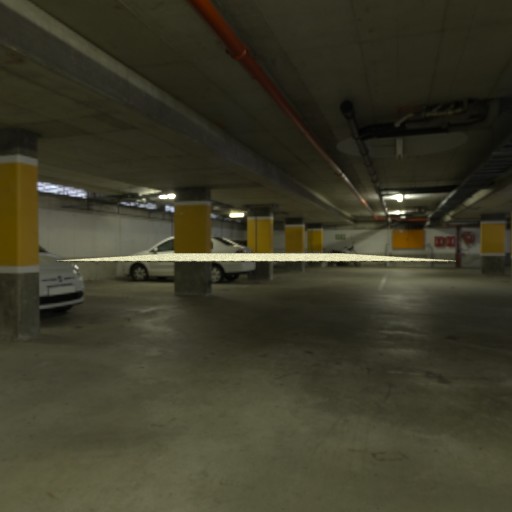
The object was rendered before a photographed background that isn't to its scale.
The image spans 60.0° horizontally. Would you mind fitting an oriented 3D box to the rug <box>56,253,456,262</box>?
[{"bbox_3d":[0.000,0.000,2.161,1.177,0.004,1.750,0,1,0],"label":"rug"}]
